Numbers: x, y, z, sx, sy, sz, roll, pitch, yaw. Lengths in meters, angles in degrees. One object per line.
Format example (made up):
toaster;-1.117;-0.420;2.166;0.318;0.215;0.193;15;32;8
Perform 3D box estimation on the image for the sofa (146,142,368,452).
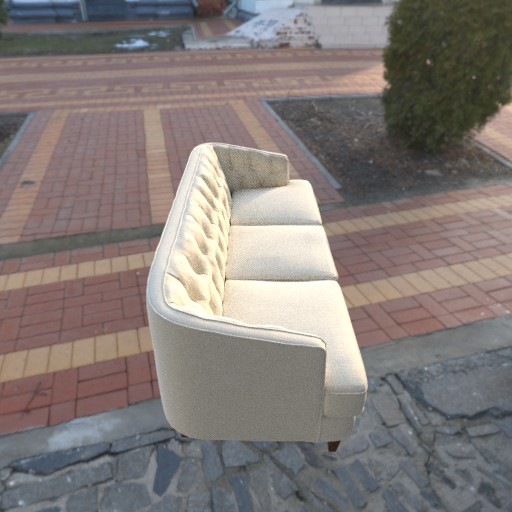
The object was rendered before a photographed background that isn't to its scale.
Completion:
sofa;0.000;0.000;2.776;0.941;0.855;2.278;0;32;0
